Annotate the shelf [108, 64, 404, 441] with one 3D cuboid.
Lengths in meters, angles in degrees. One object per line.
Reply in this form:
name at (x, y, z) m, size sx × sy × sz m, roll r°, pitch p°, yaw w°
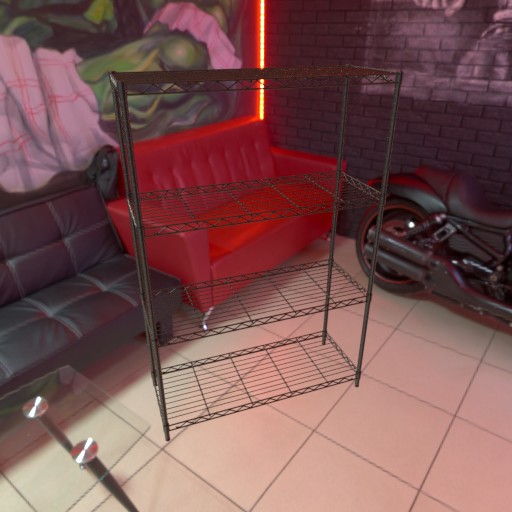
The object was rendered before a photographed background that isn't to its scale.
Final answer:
shelf at (0.000, 0.000, 1.760) m, size 0.907 × 1.361 × 0.352 m, roll -10°, pitch 29°, yaw -18°
